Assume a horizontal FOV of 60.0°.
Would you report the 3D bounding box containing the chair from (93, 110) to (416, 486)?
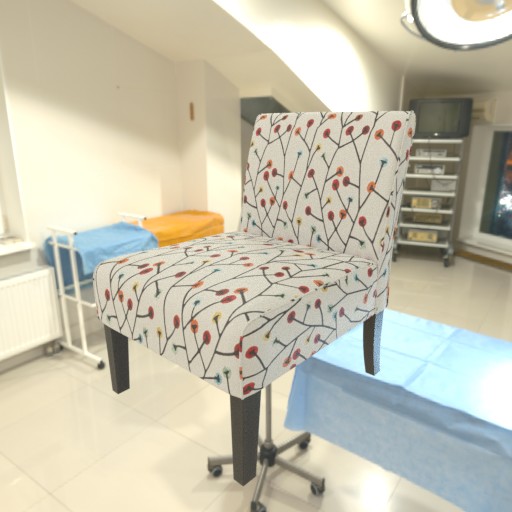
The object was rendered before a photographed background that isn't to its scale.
[{"bbox_3d":[0.000,0.000,1.293,0.597,0.813,0.732,15,22,40],"label":"chair"}]
